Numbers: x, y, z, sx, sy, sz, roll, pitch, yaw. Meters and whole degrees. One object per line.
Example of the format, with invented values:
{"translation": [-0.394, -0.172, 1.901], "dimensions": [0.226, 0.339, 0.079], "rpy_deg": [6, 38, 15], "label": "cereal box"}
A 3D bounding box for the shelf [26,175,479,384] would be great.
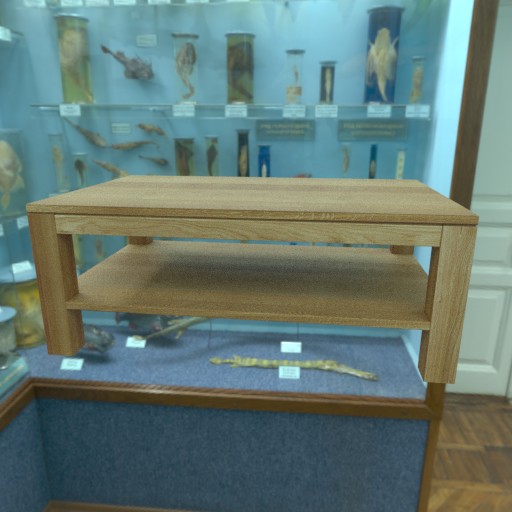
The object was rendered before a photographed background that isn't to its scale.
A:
{"translation": [0.000, 0.000, 1.507], "dimensions": [1.150, 0.450, 0.700], "rpy_deg": [2, 17, 7], "label": "shelf"}
